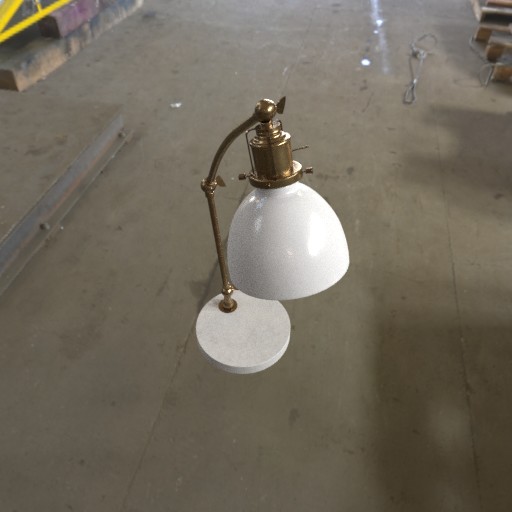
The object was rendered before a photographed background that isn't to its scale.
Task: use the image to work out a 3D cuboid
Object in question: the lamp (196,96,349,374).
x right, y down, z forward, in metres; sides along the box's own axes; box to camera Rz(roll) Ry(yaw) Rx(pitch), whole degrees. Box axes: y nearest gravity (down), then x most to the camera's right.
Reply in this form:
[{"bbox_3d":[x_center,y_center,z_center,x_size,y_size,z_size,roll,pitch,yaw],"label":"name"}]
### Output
[{"bbox_3d":[0.000,0.000,0.674,0.186,0.522,0.317,-24,51,-22],"label":"lamp"}]
